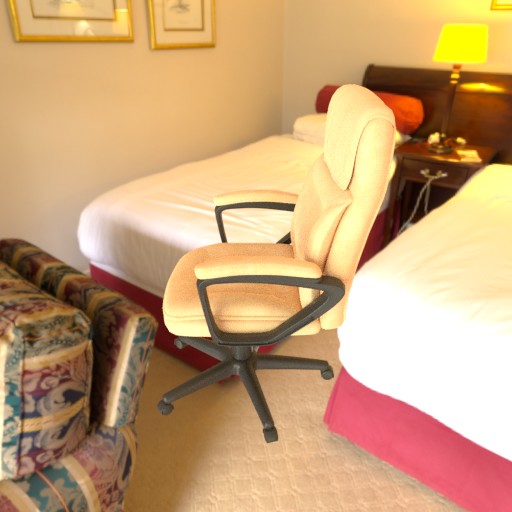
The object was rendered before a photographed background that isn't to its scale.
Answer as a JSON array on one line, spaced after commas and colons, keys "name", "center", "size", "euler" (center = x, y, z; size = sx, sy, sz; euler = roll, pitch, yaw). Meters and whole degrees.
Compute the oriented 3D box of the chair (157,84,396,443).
[{"name": "chair", "center": [0.000, 0.000, 1.542], "size": [0.724, 1.105, 0.667], "euler": [0, 27, 0]}]
